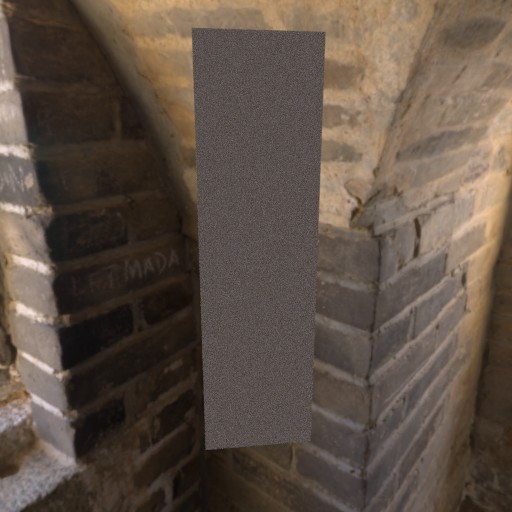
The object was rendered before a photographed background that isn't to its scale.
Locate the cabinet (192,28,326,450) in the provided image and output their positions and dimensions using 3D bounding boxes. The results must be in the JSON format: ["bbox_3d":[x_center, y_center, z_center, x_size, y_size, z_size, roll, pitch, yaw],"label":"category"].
[{"bbox_3d":[0.000,0.000,1.977,0.500,1.790,0.230,-2,15,-7],"label":"cabinet"}]
